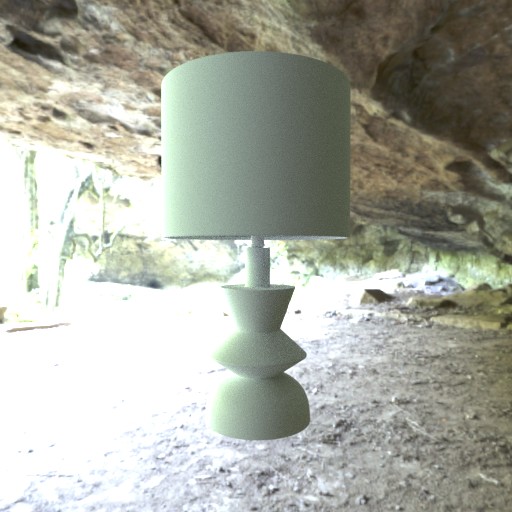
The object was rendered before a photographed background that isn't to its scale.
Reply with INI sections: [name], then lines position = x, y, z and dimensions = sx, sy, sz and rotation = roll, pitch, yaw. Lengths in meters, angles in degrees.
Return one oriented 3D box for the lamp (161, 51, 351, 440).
[lamp]
position = 0.000, 0.000, 0.724
dimensions = 0.301, 0.533, 0.301
rotation = 0, 1, 0
